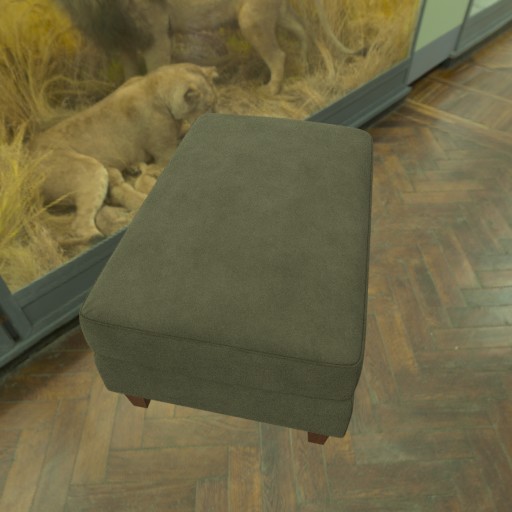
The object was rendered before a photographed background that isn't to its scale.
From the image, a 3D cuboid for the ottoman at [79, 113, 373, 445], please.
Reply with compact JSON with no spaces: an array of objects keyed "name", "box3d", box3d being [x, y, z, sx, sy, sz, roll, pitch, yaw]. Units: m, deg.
[{"name":"ottoman","box3d":[0.000,0.000,1.241,0.584,0.483,0.864,8,46,8]}]
